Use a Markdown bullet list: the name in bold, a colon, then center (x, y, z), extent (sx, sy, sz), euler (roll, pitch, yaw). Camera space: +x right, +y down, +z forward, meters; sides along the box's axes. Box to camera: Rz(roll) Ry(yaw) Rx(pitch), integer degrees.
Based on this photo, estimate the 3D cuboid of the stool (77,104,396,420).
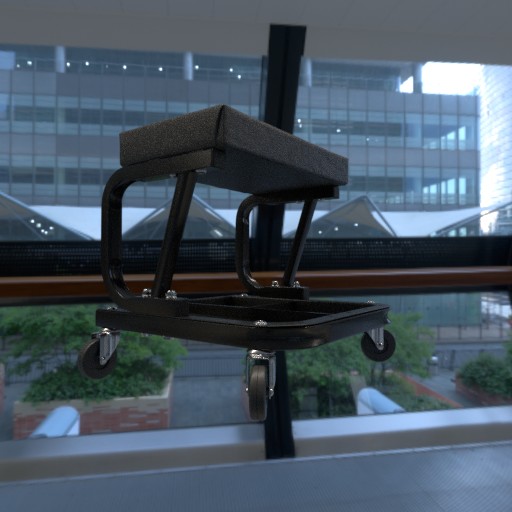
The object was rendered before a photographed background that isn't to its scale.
- **stool**: center (0.000, 0.000, 0.746), extent (0.371, 0.380, 0.446), euler (-1, -1, 36)
